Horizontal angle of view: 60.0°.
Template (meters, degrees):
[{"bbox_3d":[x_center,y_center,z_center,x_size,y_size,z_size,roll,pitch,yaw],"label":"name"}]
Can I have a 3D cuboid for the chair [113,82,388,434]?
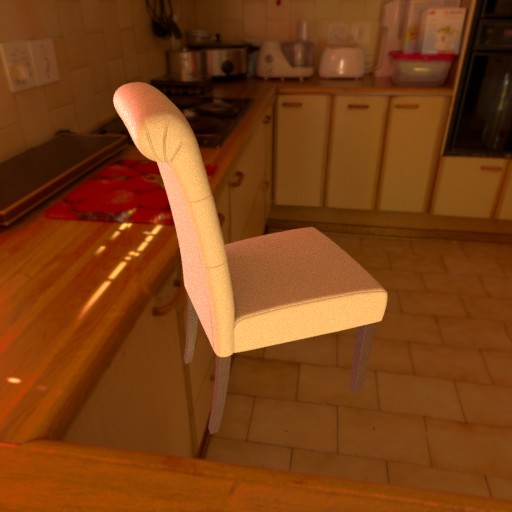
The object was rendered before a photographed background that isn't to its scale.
[{"bbox_3d":[0.000,0.000,1.358,0.671,1.006,0.456,-11,32,-18],"label":"chair"}]
